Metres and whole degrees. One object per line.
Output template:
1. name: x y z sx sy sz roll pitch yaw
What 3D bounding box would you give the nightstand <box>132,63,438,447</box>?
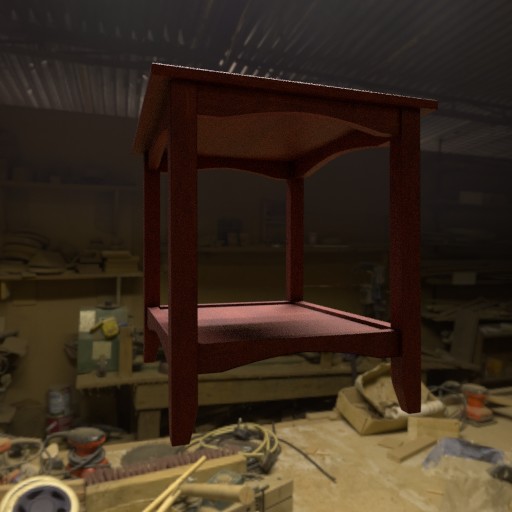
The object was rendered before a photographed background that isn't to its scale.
1. nightstand: 0.000 0.000 0.978 0.501 0.558 0.558 0 0 -18
